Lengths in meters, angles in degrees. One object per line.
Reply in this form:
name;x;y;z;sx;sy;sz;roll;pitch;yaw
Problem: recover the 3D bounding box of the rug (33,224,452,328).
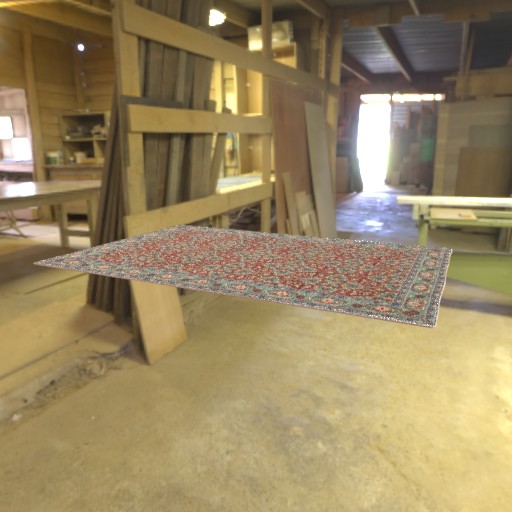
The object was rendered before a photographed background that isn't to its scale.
rug;0.000;0.000;2.301;1.829;0.009;1.219;7;15;25
